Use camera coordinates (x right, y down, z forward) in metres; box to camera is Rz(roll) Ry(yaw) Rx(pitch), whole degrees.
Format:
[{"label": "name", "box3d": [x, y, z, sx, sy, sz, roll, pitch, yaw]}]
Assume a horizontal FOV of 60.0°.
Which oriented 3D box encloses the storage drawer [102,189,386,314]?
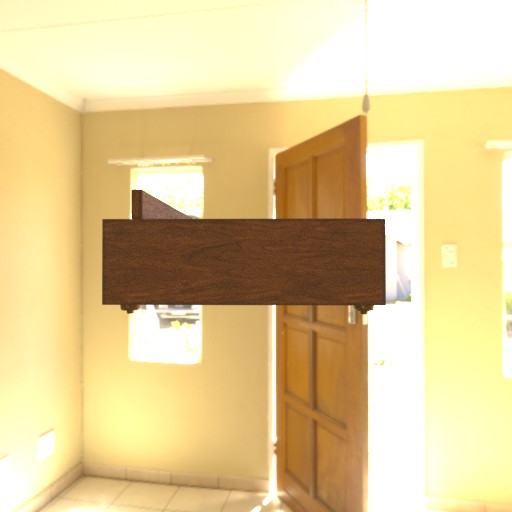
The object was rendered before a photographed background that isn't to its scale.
[{"label": "storage drawer", "box3d": [0.000, 0.000, 2.130, 0.774, 0.339, 1.914, 0, -1, 1]}]
